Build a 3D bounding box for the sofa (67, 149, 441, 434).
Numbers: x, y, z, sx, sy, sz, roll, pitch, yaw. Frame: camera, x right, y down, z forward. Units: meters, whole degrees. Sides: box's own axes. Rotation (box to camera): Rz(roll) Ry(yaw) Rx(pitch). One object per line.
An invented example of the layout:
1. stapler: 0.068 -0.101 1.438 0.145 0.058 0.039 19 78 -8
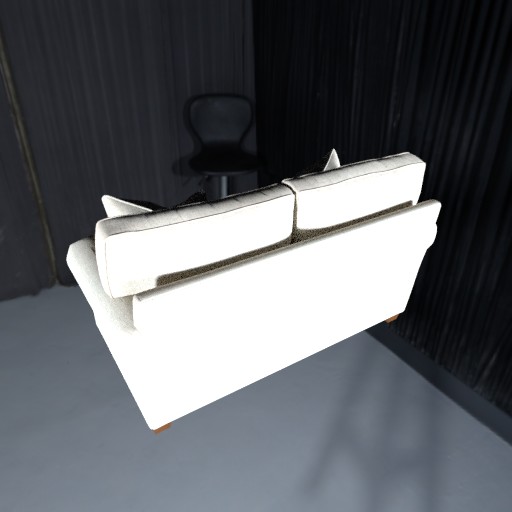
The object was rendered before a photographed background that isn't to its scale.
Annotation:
1. sofa: 0.000 0.000 2.286 1.701 0.966 0.966 -18 34 -28
